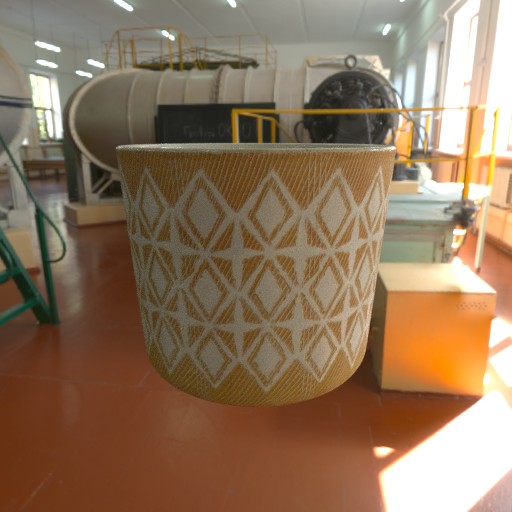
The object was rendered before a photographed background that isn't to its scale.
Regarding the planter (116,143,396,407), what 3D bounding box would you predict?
[{"bbox_3d":[0.000,0.000,0.340,0.193,0.165,0.193,0,15,0],"label":"planter"}]
